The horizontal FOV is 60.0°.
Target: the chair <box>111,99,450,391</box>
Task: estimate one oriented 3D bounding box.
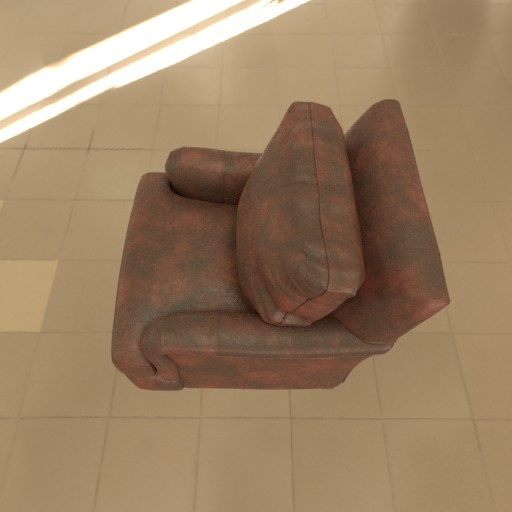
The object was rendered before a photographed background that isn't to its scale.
[{"bbox_3d":[0.000,0.000,1.912,1.156,1.051,0.987,0,59,0],"label":"chair"}]
